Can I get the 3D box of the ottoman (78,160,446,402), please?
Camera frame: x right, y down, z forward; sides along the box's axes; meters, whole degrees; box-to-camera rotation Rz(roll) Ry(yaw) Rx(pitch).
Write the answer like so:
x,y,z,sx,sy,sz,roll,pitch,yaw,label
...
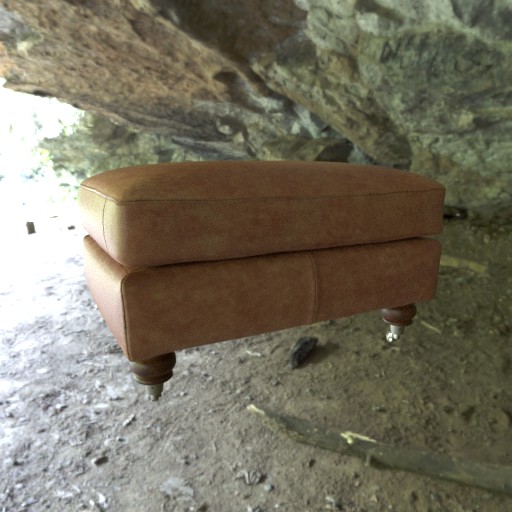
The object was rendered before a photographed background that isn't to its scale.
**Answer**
x,y,z,sx,sy,sz,roll,pitch,yaw,label
0.000,0.000,1.204,0.852,0.507,0.565,-6,14,-27,ottoman
